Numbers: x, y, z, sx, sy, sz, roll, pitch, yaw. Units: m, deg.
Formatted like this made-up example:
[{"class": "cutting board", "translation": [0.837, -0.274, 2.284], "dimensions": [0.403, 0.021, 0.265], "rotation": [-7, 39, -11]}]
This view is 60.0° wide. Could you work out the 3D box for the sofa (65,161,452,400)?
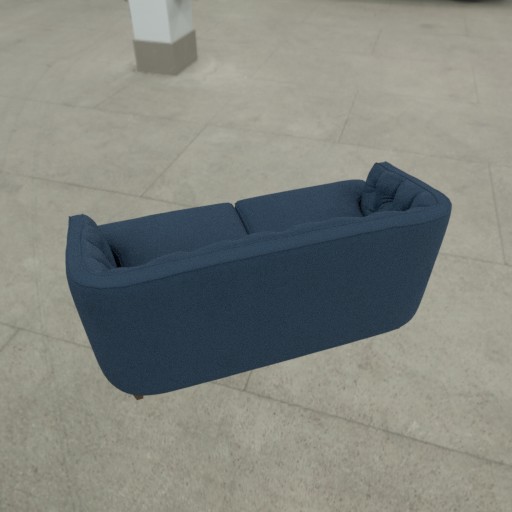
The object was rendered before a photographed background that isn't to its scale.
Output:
[{"class": "sofa", "translation": [0.000, 0.000, 2.295], "dimensions": [1.733, 0.854, 0.941], "rotation": [-12, 42, -13]}]
